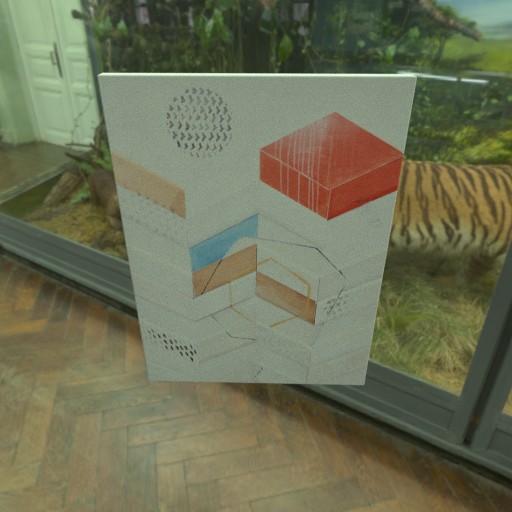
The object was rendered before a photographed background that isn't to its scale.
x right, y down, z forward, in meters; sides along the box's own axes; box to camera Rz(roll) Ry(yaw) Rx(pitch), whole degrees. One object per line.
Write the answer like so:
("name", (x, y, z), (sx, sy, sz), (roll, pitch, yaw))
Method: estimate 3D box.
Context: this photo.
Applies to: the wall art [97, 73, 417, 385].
("wall art", (0.000, 0.000, 1.324), (0.759, 1.014, 0.045), (1, 30, 1))
